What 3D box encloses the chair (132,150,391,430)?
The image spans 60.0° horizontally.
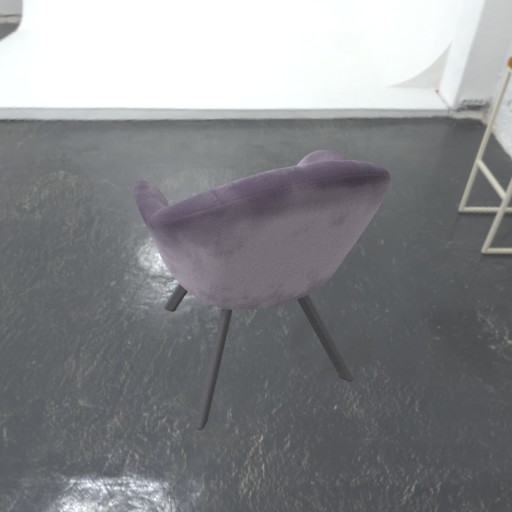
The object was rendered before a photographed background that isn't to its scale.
[{"bbox_3d":[0.000,0.000,1.177,0.550,0.795,0.590,-13,42,-15],"label":"chair"}]
